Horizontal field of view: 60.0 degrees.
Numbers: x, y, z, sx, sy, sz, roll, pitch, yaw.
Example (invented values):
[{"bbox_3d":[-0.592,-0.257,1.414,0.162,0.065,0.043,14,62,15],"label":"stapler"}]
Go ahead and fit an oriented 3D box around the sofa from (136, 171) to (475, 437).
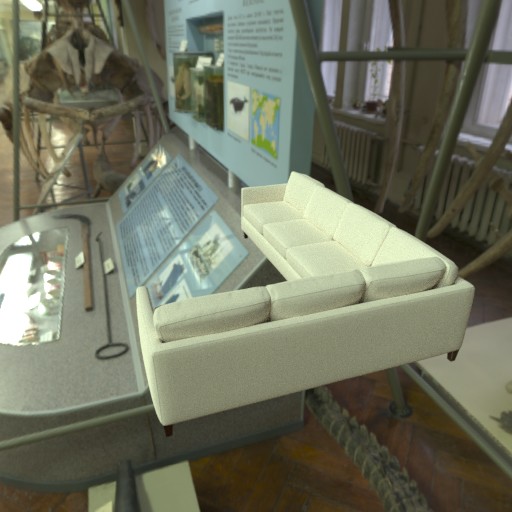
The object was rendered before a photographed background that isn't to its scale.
[{"bbox_3d":[0.000,0.000,4.608,2.593,0.947,3.302,-9,26,-18],"label":"sofa"}]
